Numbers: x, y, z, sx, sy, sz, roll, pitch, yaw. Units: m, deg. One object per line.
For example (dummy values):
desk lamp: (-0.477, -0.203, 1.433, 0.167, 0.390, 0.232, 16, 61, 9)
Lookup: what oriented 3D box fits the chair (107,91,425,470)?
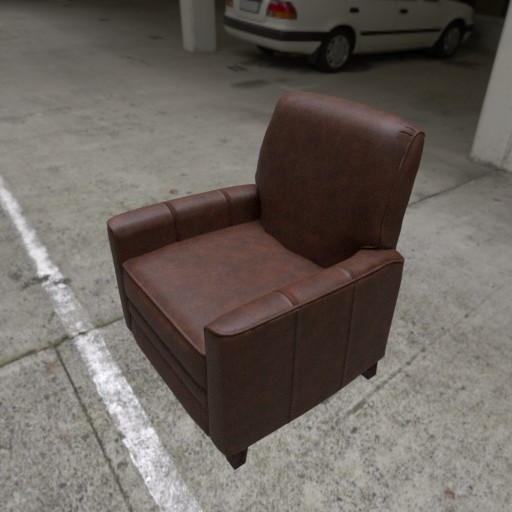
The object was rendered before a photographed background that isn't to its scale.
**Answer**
chair: (0.000, 0.000, 1.618, 0.850, 1.010, 0.839, -21, 38, -30)
